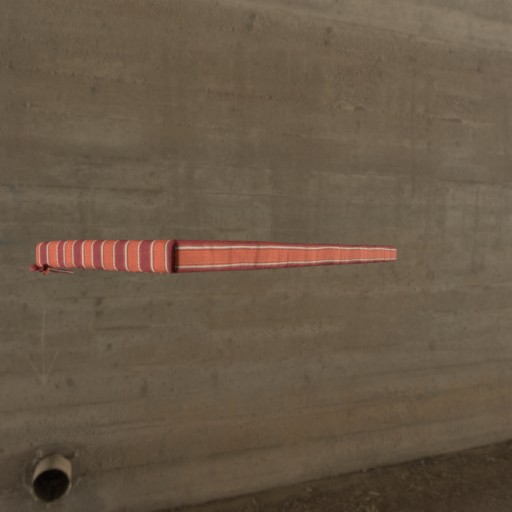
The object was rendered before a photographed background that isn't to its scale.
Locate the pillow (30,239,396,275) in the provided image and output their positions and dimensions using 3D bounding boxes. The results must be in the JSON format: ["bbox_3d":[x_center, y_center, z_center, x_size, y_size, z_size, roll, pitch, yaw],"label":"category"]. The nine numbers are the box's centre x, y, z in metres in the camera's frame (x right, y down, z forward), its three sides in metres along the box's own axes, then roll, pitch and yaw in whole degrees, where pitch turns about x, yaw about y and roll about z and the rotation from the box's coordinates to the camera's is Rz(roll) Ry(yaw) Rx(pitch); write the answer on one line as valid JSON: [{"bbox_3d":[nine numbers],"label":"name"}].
[{"bbox_3d":[0.000,0.000,1.342,0.492,0.081,1.187,0,1,36],"label":"pillow"}]
